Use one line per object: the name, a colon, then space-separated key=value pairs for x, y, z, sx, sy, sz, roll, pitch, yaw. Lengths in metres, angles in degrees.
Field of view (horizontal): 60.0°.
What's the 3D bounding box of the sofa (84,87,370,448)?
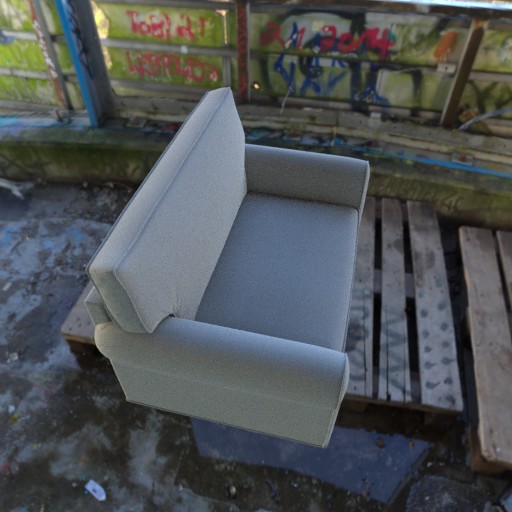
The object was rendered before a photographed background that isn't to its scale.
sofa: x=0.000 y=0.000 z=2.067 sx=0.937 sy=1.006 sz=1.405 roll=10 pitch=47 yaw=9
